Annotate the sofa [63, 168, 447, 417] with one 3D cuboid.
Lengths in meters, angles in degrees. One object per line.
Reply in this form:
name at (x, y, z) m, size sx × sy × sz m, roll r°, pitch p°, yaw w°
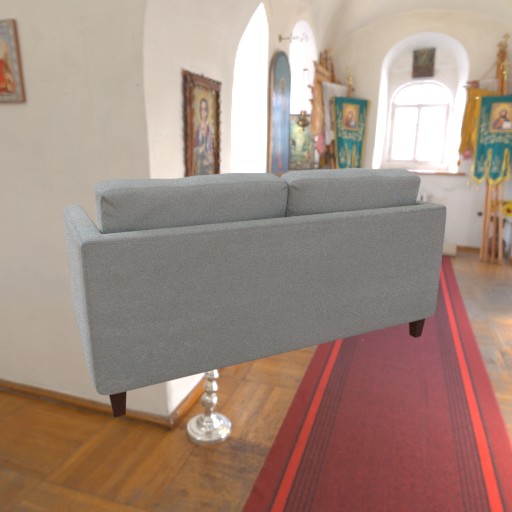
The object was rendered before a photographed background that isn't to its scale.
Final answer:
sofa at (0.000, 0.000, 2.452) m, size 1.884 × 0.963 × 0.950 m, roll -8°, pitch 17°, yaw -25°
